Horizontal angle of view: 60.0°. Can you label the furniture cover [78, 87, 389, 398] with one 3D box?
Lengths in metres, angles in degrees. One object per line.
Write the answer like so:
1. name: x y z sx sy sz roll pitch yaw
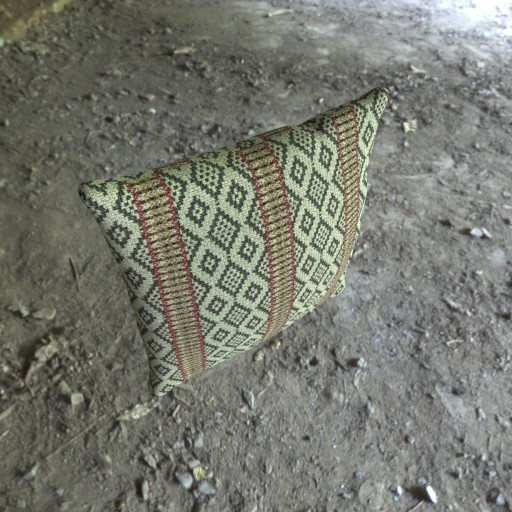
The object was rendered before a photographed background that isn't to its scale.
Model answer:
1. furniture cover: 0.000 0.000 0.798 0.503 0.506 0.182 -25 51 -23
